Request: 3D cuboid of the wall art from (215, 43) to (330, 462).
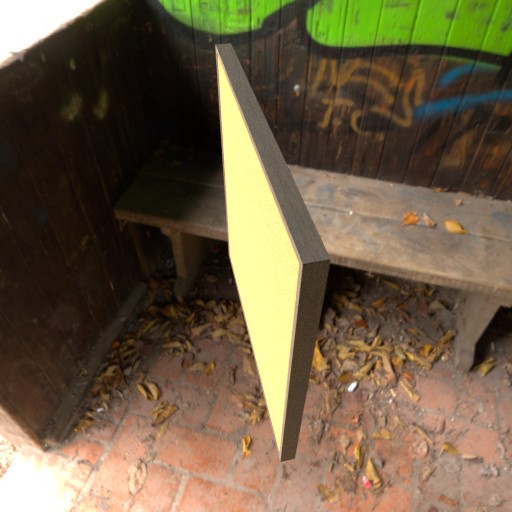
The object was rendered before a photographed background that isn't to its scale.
[{"bbox_3d":[0.000,0.000,1.127,0.039,0.758,0.758,-9,47,-9],"label":"wall art"}]
